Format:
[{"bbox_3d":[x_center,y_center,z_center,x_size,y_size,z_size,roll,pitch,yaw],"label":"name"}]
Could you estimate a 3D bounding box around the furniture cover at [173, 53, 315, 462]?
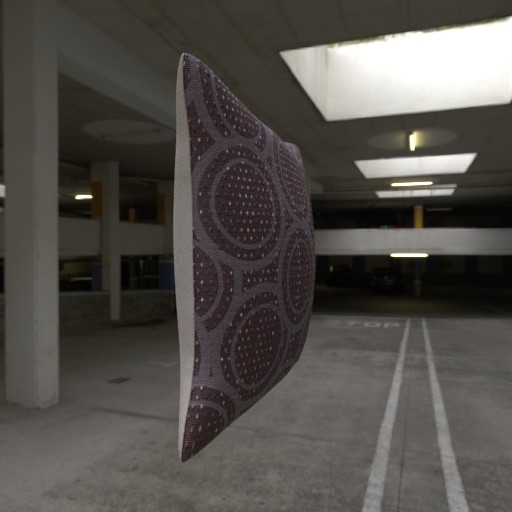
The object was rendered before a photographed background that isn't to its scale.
[{"bbox_3d":[0.000,0.000,0.801,0.193,0.509,0.552,0,1,20],"label":"furniture cover"}]
